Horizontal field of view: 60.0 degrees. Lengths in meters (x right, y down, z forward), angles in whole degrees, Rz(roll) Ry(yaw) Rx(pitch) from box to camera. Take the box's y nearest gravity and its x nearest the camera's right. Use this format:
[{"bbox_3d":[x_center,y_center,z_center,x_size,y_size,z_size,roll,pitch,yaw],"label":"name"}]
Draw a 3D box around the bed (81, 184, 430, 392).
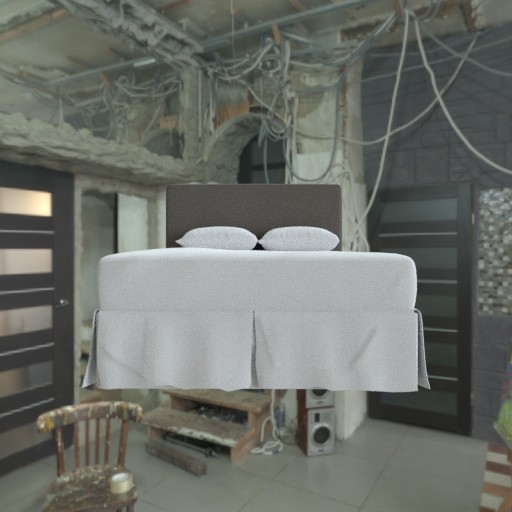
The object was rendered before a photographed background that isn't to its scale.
[{"bbox_3d":[0.000,0.000,3.187,1.723,1.330,2.142,0,1,0],"label":"bed"}]
